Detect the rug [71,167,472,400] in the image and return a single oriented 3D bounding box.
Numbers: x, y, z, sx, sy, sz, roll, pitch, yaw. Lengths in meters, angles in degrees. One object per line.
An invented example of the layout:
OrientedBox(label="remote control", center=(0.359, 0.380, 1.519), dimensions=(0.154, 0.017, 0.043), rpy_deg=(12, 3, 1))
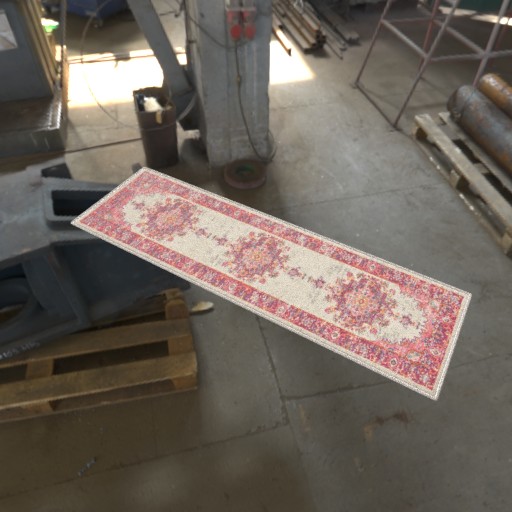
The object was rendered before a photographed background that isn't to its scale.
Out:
OrientedBox(label="rug", center=(0.000, 0.000, 2.051), dimensions=(1.824, 0.009, 0.562), rpy_deg=(23, 51, 21))
